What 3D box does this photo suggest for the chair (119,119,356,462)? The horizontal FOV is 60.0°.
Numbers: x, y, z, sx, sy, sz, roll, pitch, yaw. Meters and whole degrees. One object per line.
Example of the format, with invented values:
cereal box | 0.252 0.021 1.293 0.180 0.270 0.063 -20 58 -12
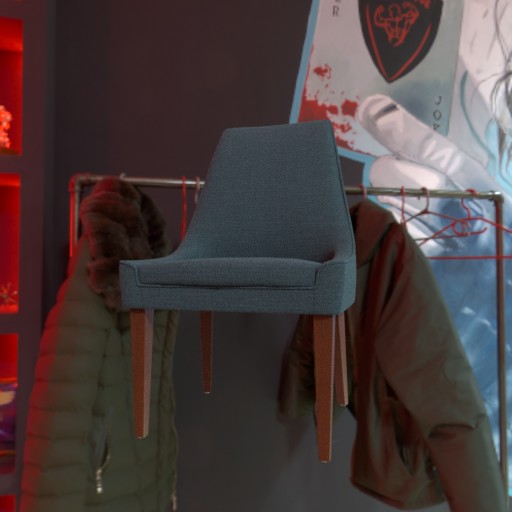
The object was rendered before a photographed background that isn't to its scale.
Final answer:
chair | 0.000 0.000 1.211 0.529 0.861 0.544 0 -1 17
